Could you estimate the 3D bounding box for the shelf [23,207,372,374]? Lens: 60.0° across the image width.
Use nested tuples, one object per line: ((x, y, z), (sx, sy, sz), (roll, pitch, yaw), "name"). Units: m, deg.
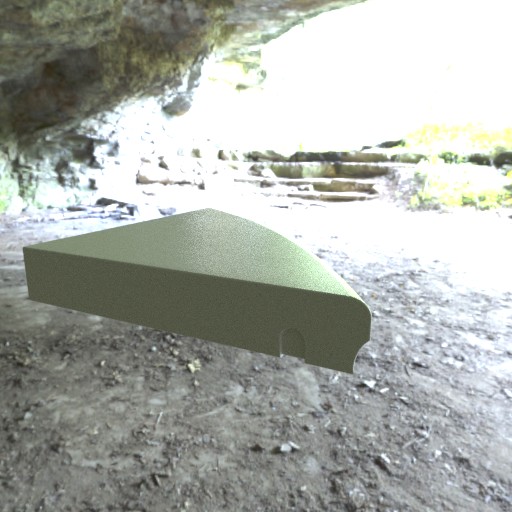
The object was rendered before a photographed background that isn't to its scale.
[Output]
((0.000, 0.000, 0.464), (0.310, 0.050, 0.310), (7, 15, 26), "shelf")
